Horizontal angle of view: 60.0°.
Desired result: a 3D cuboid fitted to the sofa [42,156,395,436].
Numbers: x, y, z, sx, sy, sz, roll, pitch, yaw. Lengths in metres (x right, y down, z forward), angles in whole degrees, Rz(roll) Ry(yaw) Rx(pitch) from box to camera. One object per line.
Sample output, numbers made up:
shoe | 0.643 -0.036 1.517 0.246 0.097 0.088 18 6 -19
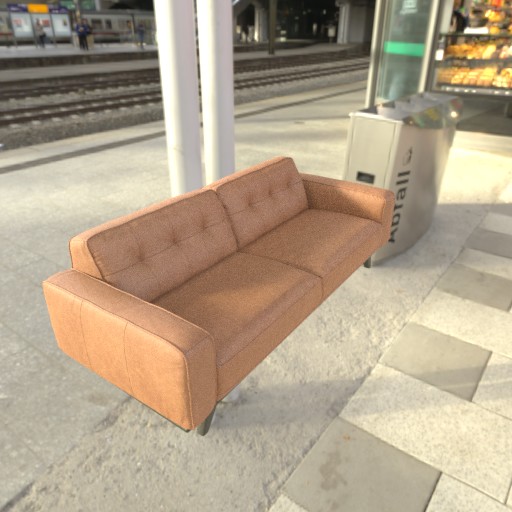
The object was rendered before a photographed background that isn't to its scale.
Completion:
sofa | 0.000 0.000 2.747 0.953 0.780 2.270 18 32 31
